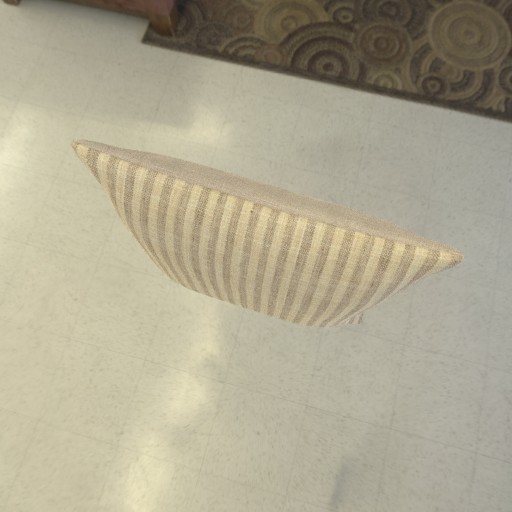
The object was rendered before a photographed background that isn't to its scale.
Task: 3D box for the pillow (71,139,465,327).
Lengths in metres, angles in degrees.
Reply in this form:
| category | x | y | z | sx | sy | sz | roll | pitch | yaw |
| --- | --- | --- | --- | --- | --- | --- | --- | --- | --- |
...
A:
| category | x | y | z | sx | sy | sz | roll | pitch | yaw |
| --- | --- | --- | --- | --- | --- | --- | --- | --- | --- |
| pillow | 0.000 | 0.000 | 0.793 | 0.523 | 0.510 | 0.166 | 17 | 75 | 5 |
